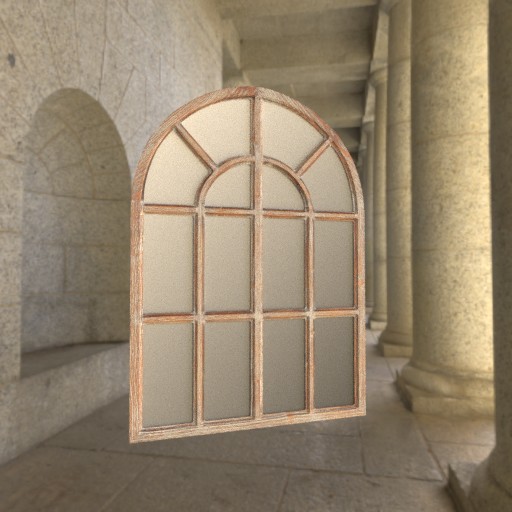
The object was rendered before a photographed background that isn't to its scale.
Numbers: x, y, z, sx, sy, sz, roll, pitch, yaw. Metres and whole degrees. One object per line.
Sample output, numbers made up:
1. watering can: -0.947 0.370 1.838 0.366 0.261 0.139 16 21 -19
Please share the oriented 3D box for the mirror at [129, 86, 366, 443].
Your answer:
1. mirror: 0.000 0.000 1.209 0.660 0.920 0.032 0 -1 -18
